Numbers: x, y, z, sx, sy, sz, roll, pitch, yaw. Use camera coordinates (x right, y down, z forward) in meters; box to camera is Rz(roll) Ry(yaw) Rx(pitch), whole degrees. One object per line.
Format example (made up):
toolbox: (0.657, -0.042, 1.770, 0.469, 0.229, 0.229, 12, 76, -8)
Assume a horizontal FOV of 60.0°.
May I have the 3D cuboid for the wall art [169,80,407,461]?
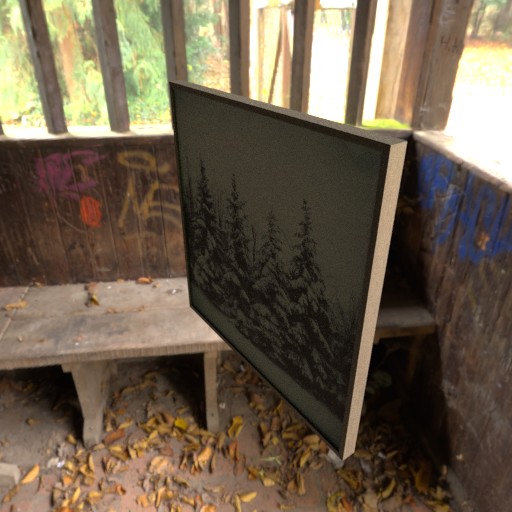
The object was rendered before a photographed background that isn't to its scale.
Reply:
wall art: (0.000, 0.000, 1.141, 0.039, 0.758, 0.758, -20, 35, -30)
